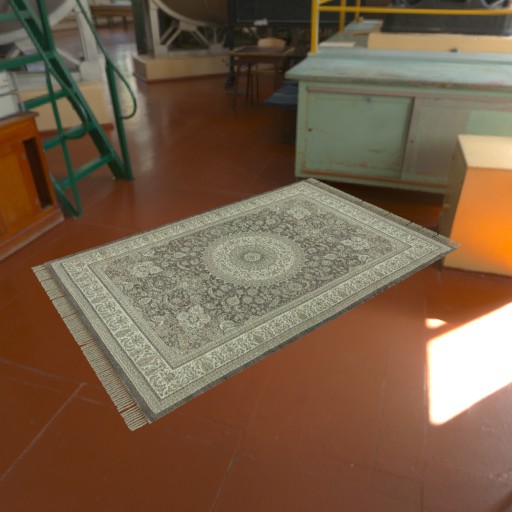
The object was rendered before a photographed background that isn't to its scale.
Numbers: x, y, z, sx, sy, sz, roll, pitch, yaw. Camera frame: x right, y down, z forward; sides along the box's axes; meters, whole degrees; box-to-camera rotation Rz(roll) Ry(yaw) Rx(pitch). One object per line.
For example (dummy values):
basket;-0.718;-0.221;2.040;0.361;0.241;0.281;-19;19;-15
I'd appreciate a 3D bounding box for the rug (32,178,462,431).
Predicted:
rug;0.000;0.000;4.117;3.422;0.015;2.143;-22;38;-31
